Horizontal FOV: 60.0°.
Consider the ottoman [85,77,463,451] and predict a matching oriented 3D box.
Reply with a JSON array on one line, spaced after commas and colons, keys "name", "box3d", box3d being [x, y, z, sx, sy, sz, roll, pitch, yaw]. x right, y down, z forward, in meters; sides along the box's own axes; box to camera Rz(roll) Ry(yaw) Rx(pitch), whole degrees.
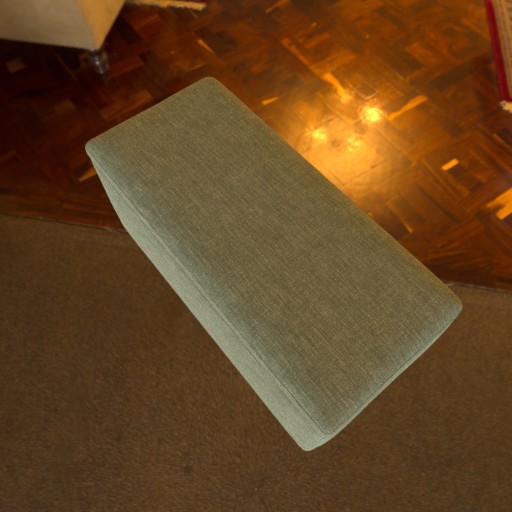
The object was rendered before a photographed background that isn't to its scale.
[{"name": "ottoman", "box3d": [0.000, 0.000, 1.169, 0.419, 0.432, 0.902, -36, 68, -17]}]
